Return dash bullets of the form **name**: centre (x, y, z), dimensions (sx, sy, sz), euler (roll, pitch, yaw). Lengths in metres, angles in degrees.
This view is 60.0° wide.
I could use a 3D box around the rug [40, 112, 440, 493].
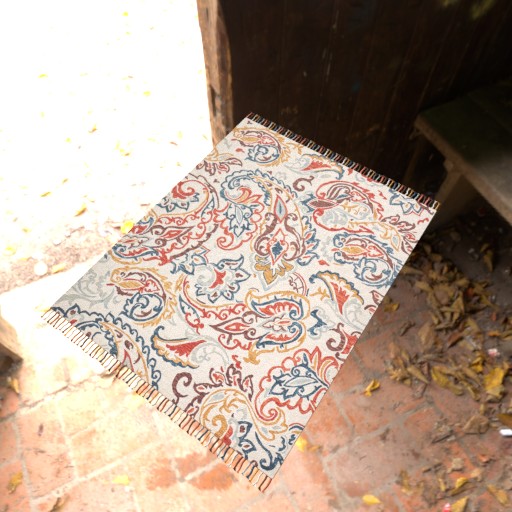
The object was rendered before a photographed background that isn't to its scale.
- **rug**: centre (0.000, 0.000, 4.306), dimensions (2.439, 0.015, 3.274), euler (31, 63, 17)
